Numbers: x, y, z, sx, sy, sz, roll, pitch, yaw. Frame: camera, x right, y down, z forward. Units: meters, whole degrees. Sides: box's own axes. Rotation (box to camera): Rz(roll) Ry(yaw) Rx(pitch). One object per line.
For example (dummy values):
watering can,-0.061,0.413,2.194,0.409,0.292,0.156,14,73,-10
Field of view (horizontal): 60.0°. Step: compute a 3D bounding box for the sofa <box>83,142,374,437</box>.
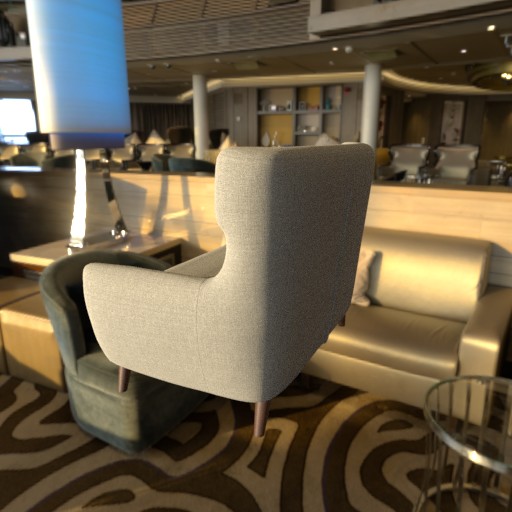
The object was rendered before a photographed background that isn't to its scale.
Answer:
sofa,0.000,0.000,2.085,0.884,1.028,1.386,7,17,26
